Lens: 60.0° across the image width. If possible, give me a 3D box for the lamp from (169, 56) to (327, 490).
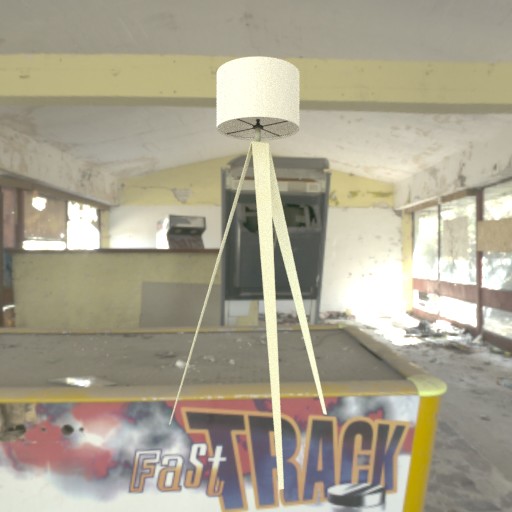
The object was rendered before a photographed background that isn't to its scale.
[{"bbox_3d":[0.000,0.000,1.941,0.724,1.524,0.716,0,0,36],"label":"lamp"}]
